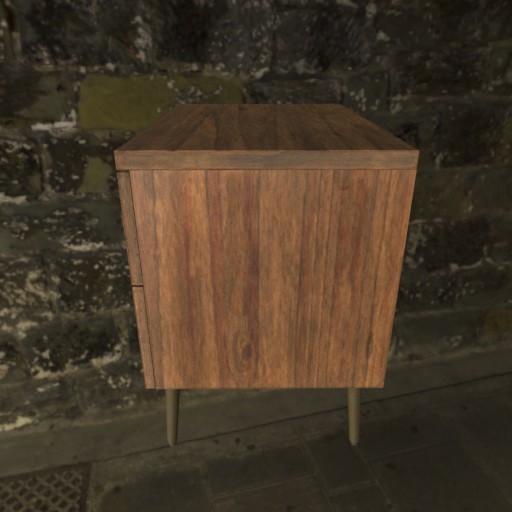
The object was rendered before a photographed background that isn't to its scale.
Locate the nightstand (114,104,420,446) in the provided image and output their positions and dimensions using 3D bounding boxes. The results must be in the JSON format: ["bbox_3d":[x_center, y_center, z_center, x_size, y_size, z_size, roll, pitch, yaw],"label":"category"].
[{"bbox_3d":[0.000,0.000,1.030,0.458,0.610,0.610,0,25,0],"label":"nightstand"}]
